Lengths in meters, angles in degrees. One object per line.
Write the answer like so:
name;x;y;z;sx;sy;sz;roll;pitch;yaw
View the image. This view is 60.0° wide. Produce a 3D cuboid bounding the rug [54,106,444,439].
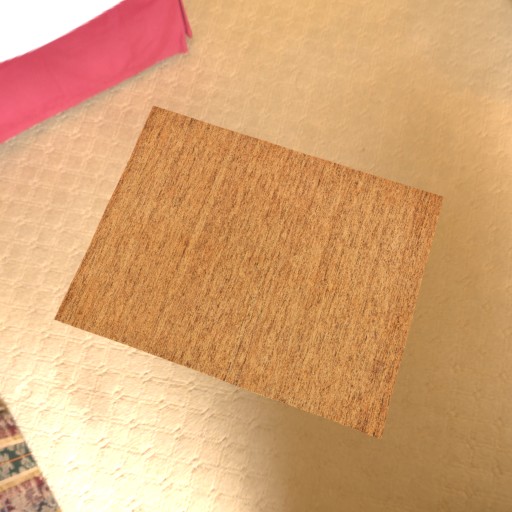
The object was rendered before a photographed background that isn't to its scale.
rug;0.000;0.000;4.357;3.200;0.012;2.438;19;76;5
